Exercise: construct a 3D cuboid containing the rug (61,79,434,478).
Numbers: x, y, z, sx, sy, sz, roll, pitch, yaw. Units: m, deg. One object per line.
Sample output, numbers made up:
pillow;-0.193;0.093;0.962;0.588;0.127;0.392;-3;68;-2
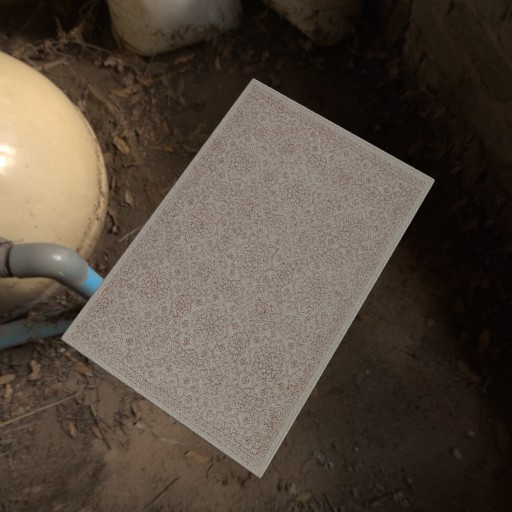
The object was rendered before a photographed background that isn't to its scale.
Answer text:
rug;0.000;0.000;2.385;1.219;0.010;1.829;32;78;8
